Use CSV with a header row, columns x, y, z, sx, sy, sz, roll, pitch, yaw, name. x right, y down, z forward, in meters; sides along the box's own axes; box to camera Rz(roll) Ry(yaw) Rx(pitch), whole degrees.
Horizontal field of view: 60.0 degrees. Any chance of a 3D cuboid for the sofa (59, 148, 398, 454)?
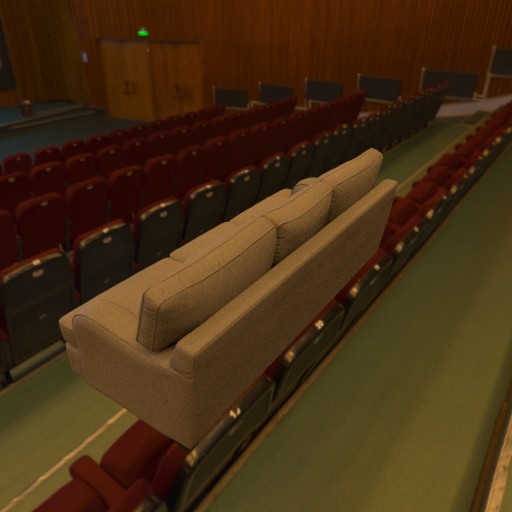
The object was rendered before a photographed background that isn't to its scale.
x,y,z,sx,sy,sz,roll,pitch,yaw,name
0.000,0.000,2.908,1.016,0.991,2.323,20,36,30,sofa
